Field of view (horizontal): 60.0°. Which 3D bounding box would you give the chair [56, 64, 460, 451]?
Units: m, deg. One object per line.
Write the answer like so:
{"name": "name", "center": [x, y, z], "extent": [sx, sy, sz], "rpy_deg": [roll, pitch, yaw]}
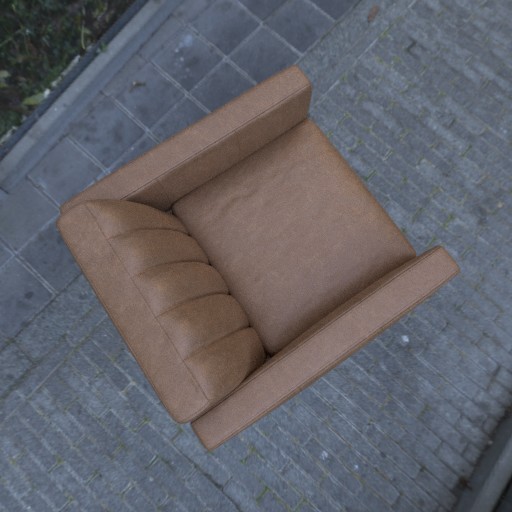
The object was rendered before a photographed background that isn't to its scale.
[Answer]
{"name": "chair", "center": [0.000, 0.000, 1.644], "extent": [0.998, 0.819, 0.953], "rpy_deg": [-34, 79, -7]}
